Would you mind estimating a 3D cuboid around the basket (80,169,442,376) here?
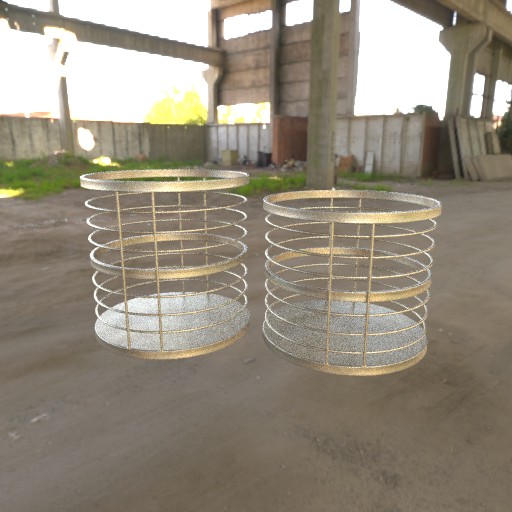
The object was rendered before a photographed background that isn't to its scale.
[{"bbox_3d":[0.000,0.000,0.978,0.746,0.351,0.356,2,15,9],"label":"basket"}]
